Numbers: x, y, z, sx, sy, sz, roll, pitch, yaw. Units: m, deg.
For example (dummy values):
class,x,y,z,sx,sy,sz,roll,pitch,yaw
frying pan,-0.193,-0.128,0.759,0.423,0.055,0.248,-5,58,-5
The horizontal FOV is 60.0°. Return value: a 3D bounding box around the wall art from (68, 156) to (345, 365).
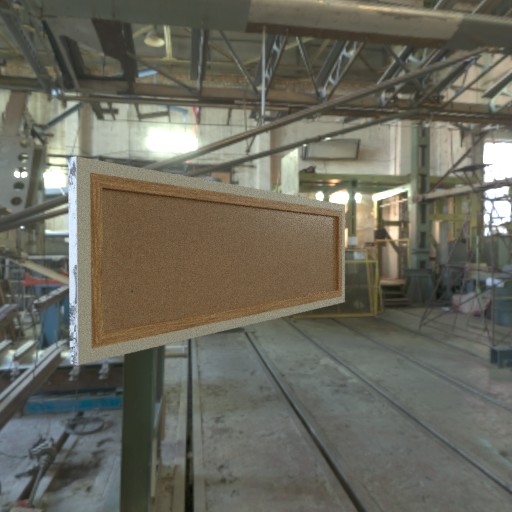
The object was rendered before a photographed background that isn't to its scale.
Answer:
class,x,y,z,sx,sy,sz,roll,pitch,yaw
wall art,0.000,0.000,1.698,0.039,0.507,1.520,1,1,36
